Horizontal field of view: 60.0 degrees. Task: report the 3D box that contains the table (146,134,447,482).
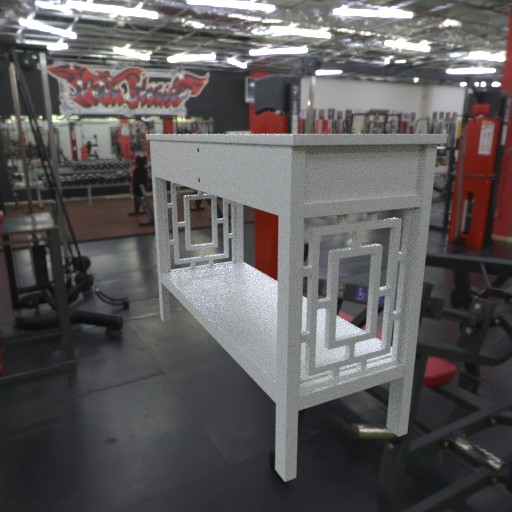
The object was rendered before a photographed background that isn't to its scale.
[{"bbox_3d":[0.000,0.000,1.421,0.397,0.753,1.068,-8,17,-26],"label":"table"}]
